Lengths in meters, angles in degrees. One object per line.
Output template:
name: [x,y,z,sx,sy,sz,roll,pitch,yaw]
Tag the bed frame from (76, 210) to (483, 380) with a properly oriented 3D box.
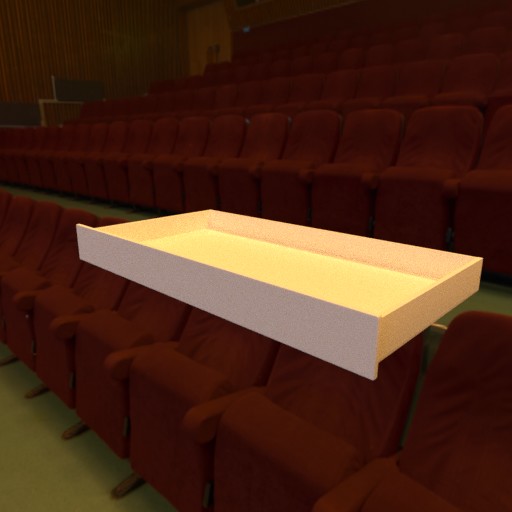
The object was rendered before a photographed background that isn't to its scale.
bed frame: [0.000,0.000,1.545,1.300,0.141,0.670,14,21,42]
